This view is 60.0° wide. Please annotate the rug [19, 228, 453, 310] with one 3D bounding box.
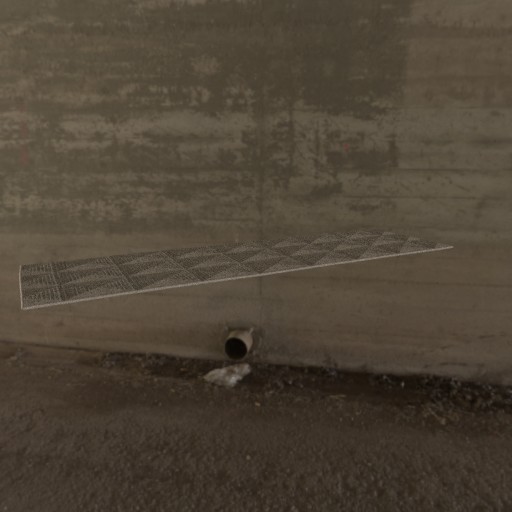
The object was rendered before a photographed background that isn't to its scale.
[{"bbox_3d":[0.000,0.000,2.300,2.182,0.015,0.645,-7,15,-26],"label":"rug"}]
